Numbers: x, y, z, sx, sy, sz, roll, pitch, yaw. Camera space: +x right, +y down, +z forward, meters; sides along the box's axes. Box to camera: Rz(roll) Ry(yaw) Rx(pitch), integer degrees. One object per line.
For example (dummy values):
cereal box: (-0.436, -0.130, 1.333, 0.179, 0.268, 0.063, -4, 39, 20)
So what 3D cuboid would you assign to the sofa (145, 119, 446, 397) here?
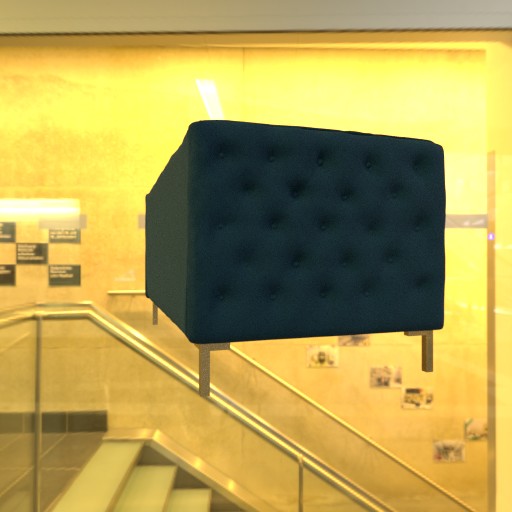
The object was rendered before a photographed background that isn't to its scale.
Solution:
sofa: (0.000, 0.000, 2.098, 0.909, 0.810, 1.583, 0, 0, -18)
